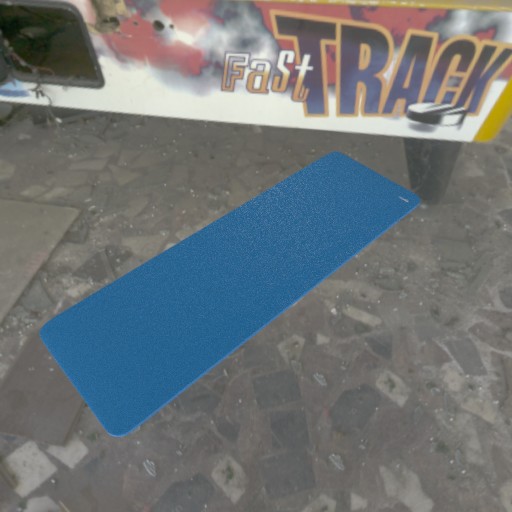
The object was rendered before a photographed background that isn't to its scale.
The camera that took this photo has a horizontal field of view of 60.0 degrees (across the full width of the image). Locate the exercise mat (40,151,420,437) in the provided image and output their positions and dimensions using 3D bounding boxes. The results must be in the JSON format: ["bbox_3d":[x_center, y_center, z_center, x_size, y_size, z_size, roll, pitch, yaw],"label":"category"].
[{"bbox_3d":[0.000,0.000,2.070,1.869,0.021,0.616,-34,56,-27],"label":"exercise mat"}]
